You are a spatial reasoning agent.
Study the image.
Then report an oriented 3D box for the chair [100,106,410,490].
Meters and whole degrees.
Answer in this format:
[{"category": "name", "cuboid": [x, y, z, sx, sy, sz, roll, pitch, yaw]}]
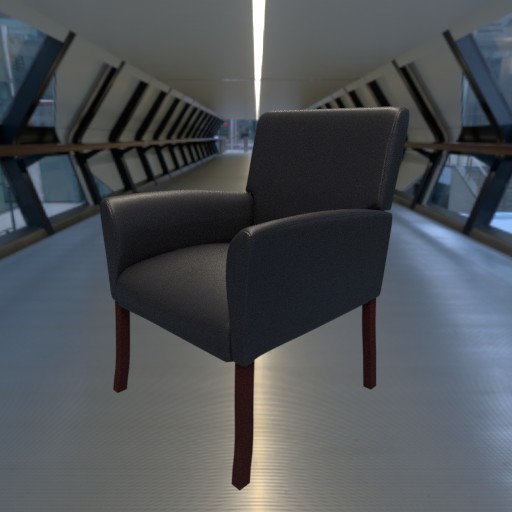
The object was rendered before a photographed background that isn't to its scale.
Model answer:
[{"category": "chair", "cuboid": [0.000, 0.000, 1.474, 0.683, 0.951, 0.772, 15, 22, 42]}]
